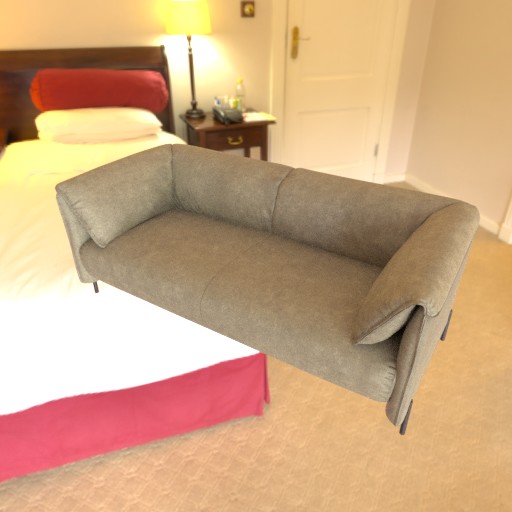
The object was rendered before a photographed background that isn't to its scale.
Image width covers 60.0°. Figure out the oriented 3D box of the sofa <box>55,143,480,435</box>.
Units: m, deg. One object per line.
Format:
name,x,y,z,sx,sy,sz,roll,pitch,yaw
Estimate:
sofa,0.000,0.000,2.256,1.878,0.747,0.905,18,35,28
